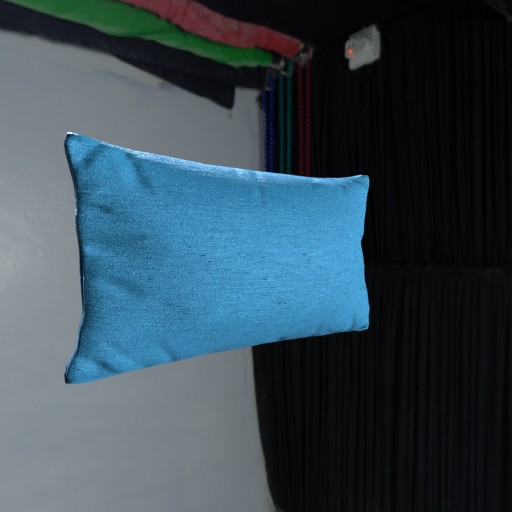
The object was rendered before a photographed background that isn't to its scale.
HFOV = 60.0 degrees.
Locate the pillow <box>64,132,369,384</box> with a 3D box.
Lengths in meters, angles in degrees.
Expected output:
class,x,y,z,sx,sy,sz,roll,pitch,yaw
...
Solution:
class,x,y,z,sx,sy,sz,roll,pitch,yaw
pillow,0.000,0.000,0.775,0.633,0.338,0.210,-1,2,-38
